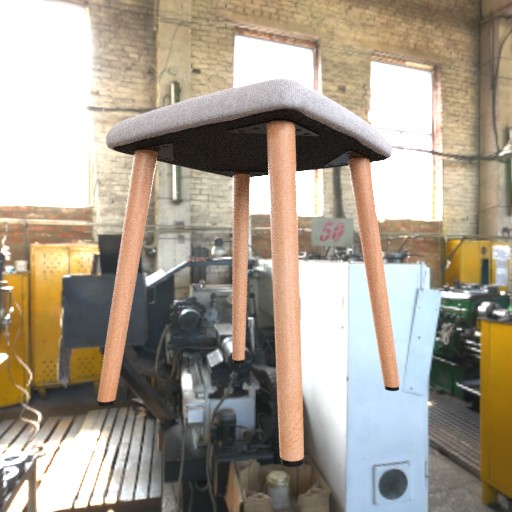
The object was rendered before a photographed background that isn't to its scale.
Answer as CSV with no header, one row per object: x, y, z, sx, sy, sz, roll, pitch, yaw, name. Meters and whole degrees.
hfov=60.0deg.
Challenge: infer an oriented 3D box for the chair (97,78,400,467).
0.000,0.000,0.697,0.350,0.440,0.350,0,0,36,chair
